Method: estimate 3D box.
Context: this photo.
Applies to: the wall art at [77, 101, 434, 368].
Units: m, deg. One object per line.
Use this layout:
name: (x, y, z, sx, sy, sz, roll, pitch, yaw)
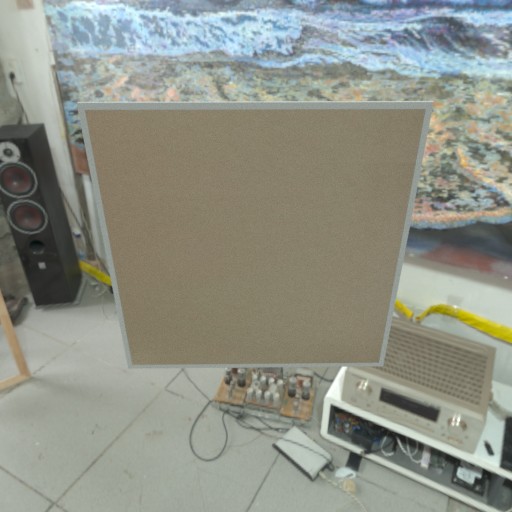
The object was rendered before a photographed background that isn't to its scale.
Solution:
wall art: (0.000, 0.000, 0.682, 0.456, 0.456, 0.007, 0, 30, -1)
